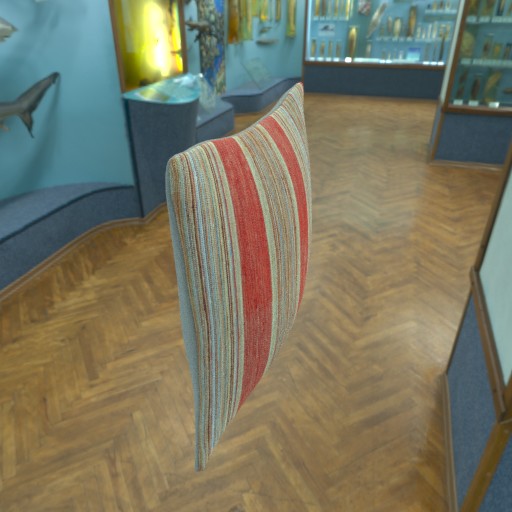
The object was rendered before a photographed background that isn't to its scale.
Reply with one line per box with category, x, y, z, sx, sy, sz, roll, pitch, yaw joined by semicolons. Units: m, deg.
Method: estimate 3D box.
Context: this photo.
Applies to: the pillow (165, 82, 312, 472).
pillow;0.000;0.000;0.644;0.136;0.419;0.437;10;31;17
